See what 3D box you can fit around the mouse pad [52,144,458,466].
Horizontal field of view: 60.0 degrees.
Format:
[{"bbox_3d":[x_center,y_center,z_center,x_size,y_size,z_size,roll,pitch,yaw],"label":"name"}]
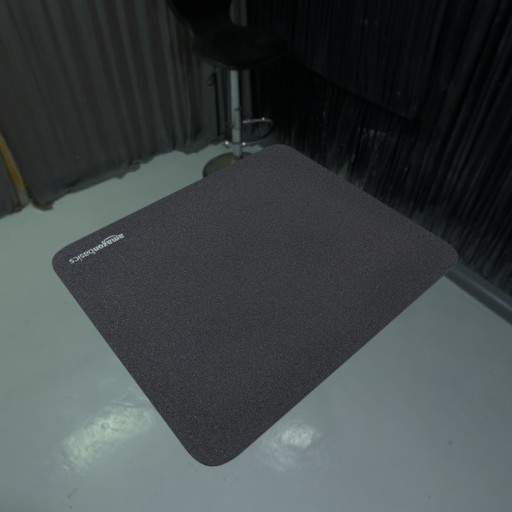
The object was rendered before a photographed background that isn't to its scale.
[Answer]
[{"bbox_3d":[0.000,0.000,0.433,0.315,0.002,0.269,-32,55,-27],"label":"mouse pad"}]
